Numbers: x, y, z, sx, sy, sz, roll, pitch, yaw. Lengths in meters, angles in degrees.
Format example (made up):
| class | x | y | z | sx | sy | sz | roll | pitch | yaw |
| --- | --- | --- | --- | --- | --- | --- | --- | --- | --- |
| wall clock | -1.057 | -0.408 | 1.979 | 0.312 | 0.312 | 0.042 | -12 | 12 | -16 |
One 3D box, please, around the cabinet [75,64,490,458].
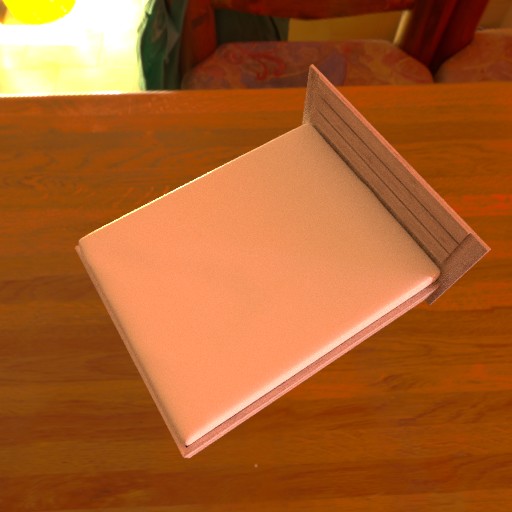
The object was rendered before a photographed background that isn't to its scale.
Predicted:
| class | x | y | z | sx | sy | sz | roll | pitch | yaw |
| --- | --- | --- | --- | --- | --- | --- | --- | --- | --- |
| cabinet | 0.000 | 0.000 | 3.042 | 2.080 | 0.970 | 1.750 | -30 | 68 | -13 |
